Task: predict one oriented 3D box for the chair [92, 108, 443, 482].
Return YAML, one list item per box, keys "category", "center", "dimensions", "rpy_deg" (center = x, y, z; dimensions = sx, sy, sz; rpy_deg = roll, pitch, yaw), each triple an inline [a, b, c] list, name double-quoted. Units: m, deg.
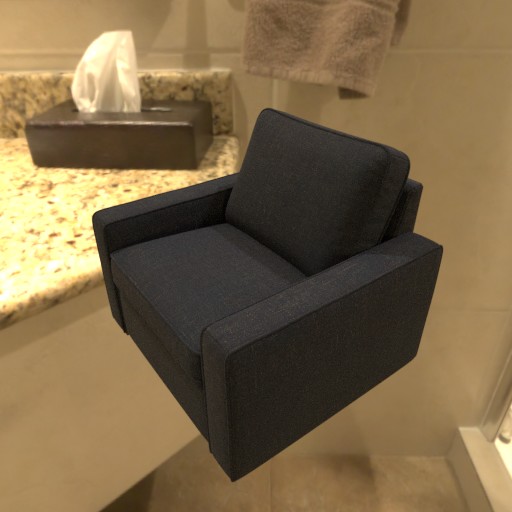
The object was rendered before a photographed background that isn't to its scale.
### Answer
- category: "chair"
  center: [0.000, 0.000, 1.710]
  dimensions: [0.940, 0.919, 1.017]
  rpy_deg: [-21, 38, -30]
